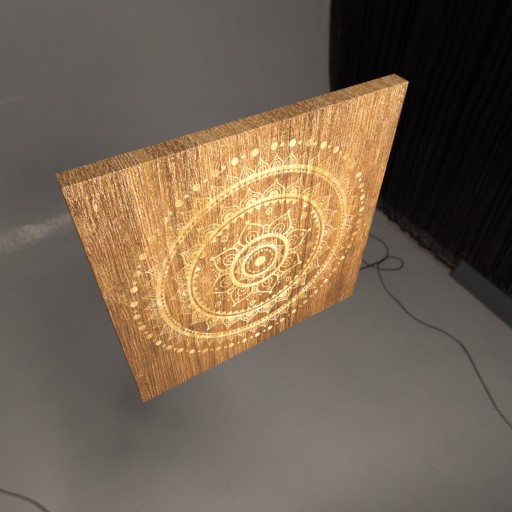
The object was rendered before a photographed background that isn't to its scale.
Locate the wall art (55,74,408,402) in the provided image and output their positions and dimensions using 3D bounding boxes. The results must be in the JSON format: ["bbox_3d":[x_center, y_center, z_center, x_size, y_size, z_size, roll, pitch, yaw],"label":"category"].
[{"bbox_3d":[0.000,0.000,0.904,0.611,0.608,0.042,-24,51,-21],"label":"wall art"}]
